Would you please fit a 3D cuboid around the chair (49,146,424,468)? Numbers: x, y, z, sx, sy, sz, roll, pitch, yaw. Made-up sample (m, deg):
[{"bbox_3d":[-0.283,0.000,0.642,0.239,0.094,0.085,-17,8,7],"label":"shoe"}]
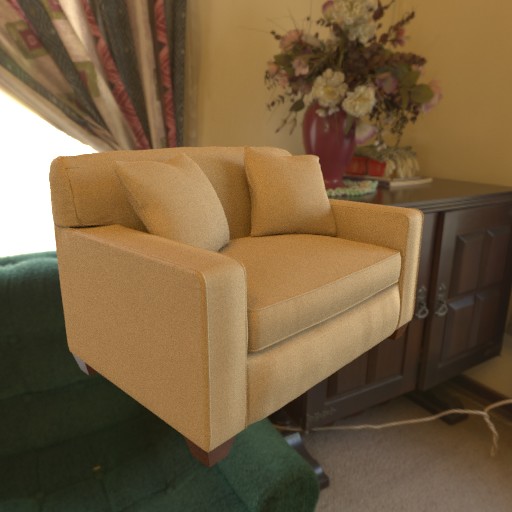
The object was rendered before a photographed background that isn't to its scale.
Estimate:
[{"bbox_3d":[0.000,0.000,1.993,1.000,0.948,1.383,14,21,42],"label":"chair"}]
